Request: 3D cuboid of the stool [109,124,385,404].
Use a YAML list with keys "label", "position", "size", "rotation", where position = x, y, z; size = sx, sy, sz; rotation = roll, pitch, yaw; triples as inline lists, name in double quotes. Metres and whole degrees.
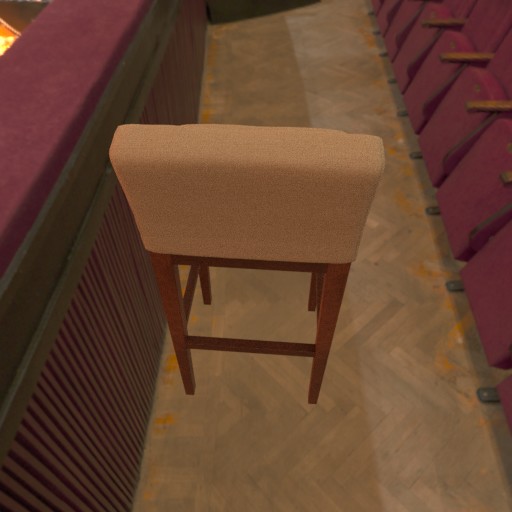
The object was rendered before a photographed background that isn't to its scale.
- label: "stool"
  position: [0.000, 0.000, 1.312]
  size: [0.511, 1.037, 0.500]
  rotation: [3, 47, 3]
